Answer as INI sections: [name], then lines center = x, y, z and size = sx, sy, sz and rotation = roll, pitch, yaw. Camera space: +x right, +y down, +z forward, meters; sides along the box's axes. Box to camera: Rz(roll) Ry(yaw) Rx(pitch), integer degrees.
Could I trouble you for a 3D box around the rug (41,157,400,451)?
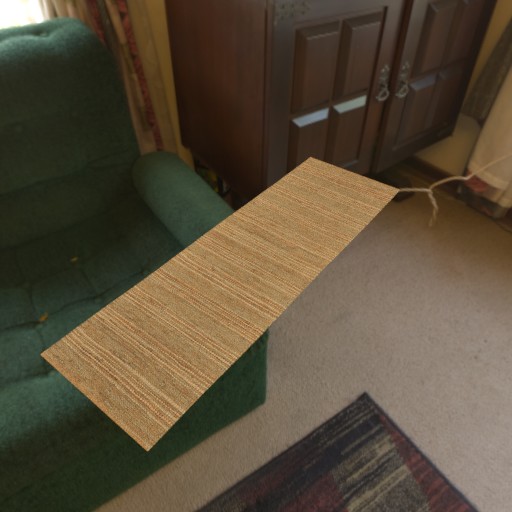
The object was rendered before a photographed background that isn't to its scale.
[rug]
center = 0.000, 0.000, 2.709
size = 0.783, 0.006, 2.438
rotation = 28, 49, 27
